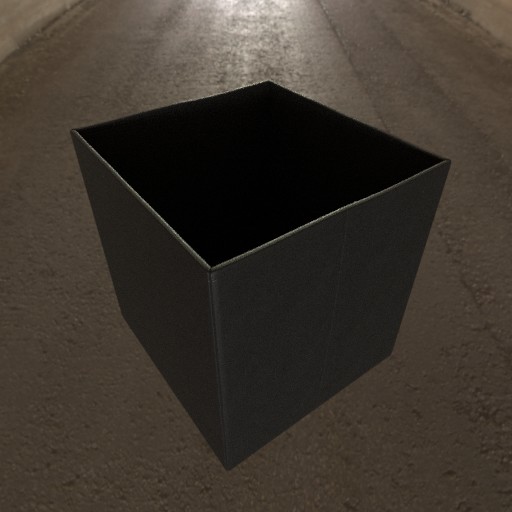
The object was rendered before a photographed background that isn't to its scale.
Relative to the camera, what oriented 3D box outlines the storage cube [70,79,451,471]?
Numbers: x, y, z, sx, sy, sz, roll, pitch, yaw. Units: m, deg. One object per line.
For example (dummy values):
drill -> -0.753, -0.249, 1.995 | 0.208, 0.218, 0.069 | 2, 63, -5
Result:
storage cube -> 0.000, 0.000, 0.507 | 0.270, 0.280, 0.270 | -25, 46, -27
